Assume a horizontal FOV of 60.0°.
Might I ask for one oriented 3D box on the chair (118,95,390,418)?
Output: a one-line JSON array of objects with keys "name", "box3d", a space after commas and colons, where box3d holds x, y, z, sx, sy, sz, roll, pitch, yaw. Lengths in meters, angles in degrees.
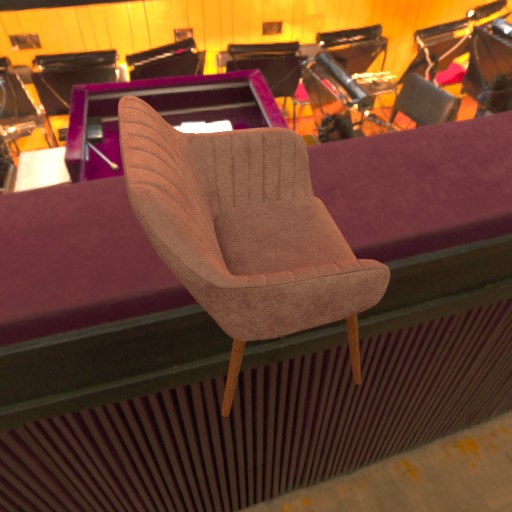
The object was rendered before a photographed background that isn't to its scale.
[{"name": "chair", "box3d": [0.000, 0.000, 1.226, 0.570, 0.832, 0.610, -11, 46, -11]}]
